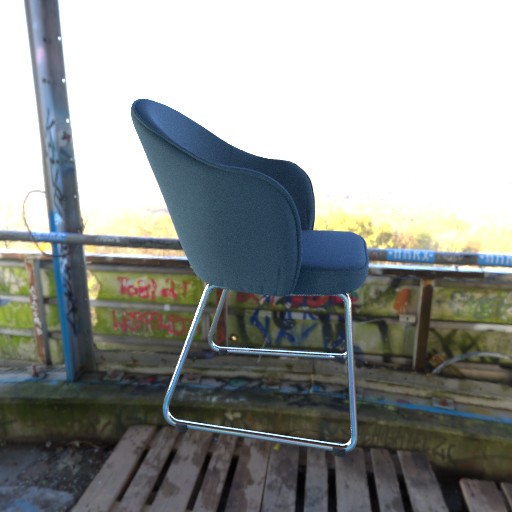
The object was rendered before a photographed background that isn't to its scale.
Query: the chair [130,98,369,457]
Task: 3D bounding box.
[{"bbox_3d":[0.000,0.000,1.200,0.585,0.815,0.570,3,15,10],"label":"chair"}]
